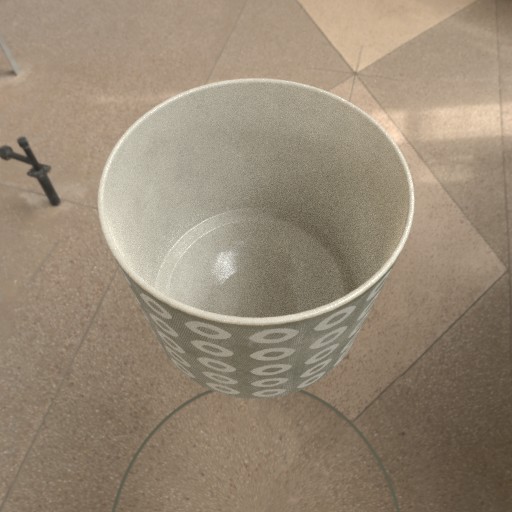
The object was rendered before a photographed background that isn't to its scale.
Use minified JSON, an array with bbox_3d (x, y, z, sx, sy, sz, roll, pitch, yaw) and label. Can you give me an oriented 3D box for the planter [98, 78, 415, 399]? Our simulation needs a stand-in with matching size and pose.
[{"bbox_3d":[0.000,0.000,0.346,0.190,0.181,0.190,0,58,0],"label":"planter"}]
